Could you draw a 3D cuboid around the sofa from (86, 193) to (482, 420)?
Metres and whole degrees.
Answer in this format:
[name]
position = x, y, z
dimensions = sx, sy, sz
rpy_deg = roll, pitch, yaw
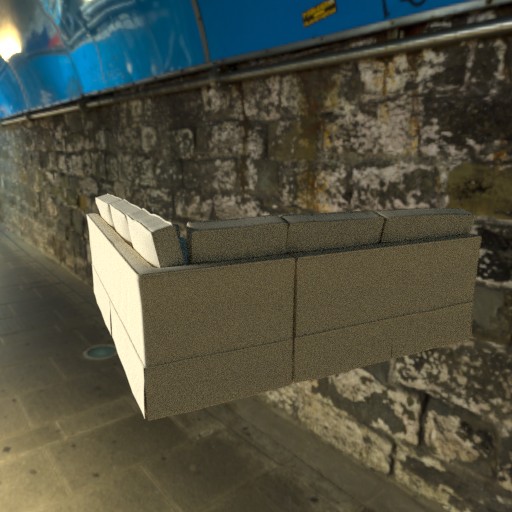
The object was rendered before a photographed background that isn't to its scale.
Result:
[sofa]
position = 0.000, 0.000, 3.972
dimensions = 2.591, 1.070, 2.597
rpy_deg = -6, 15, -25
